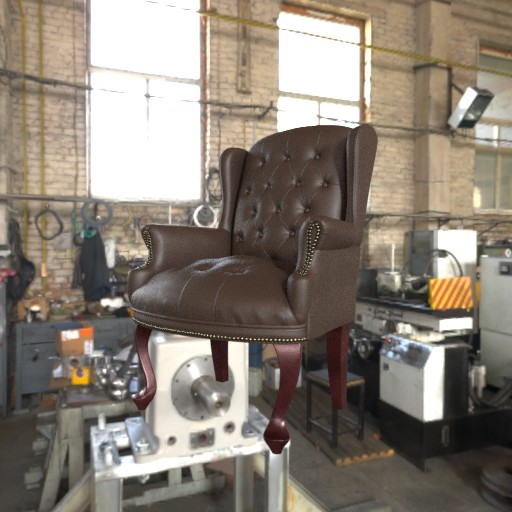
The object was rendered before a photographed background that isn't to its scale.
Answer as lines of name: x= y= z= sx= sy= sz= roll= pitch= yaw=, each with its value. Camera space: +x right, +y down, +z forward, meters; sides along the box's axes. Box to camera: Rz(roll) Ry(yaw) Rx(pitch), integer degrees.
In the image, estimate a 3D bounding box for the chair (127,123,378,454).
chair: x=0.000 y=0.000 z=1.712 sx=0.829 sy=1.132 sz=0.819 roll=0 pitch=1 yaw=36
